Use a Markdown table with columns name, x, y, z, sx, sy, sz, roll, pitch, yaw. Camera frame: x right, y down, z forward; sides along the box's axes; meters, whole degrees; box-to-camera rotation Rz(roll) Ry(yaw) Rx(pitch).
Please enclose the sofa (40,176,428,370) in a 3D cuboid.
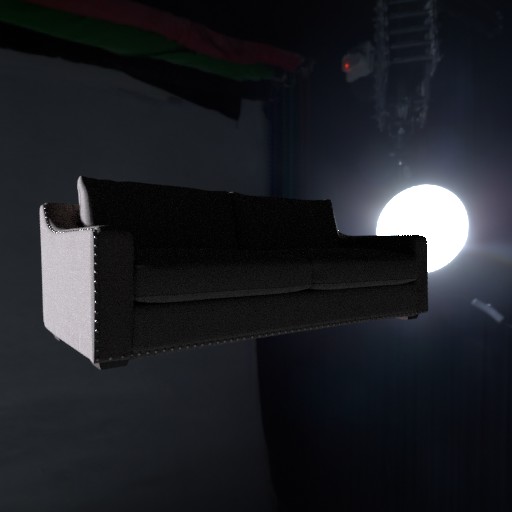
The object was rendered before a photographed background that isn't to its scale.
| name | x | y | z | sx | sy | sz | roll | pitch | yaw |
| --- | --- | --- | --- | --- | --- | --- | --- | --- | --- |
| sofa | 0.000 | 0.000 | 2.682 | 2.208 | 0.857 | 1.000 | -1 | 1 | -37 |
